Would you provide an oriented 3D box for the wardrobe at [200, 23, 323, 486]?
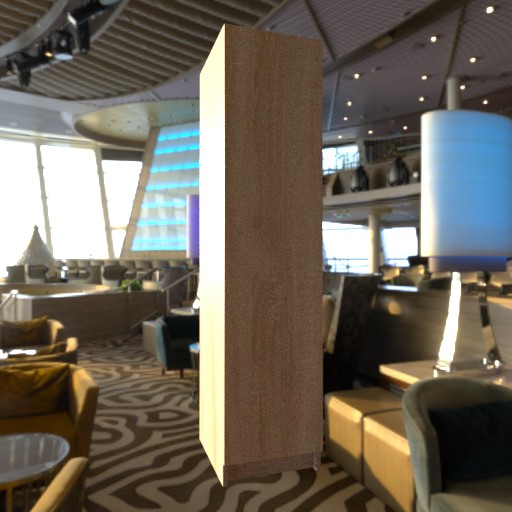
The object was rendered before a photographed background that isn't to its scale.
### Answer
[{"bbox_3d":[0.000,0.000,2.370,0.496,2.117,0.588,0,0,-18],"label":"wardrobe"}]
